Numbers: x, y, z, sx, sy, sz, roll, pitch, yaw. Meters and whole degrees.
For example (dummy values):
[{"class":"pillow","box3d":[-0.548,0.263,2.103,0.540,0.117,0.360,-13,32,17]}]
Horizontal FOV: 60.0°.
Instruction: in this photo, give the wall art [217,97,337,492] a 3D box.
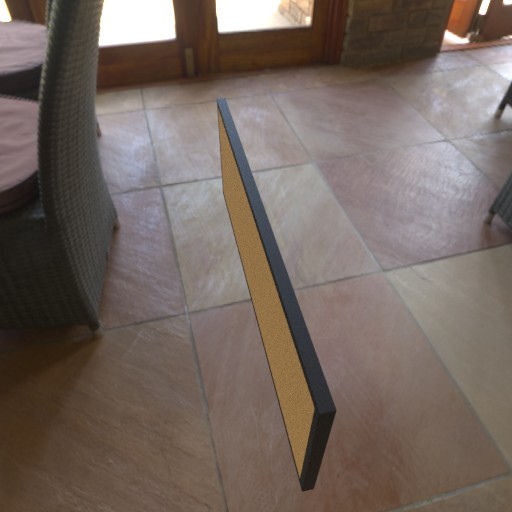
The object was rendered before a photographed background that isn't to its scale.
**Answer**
[{"class":"wall art","box3d":[0.000,0.000,1.744,0.041,0.554,1.572,-9,46,-8]}]
